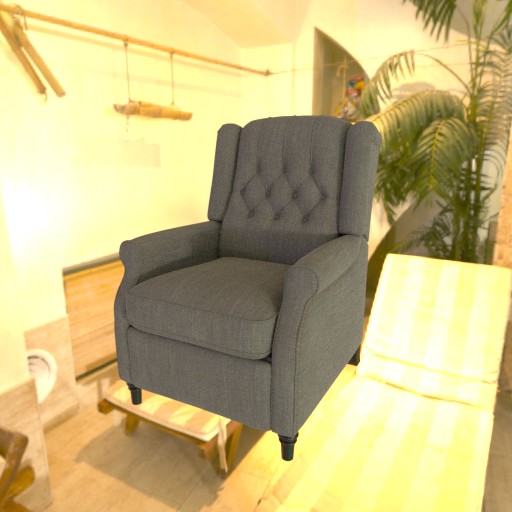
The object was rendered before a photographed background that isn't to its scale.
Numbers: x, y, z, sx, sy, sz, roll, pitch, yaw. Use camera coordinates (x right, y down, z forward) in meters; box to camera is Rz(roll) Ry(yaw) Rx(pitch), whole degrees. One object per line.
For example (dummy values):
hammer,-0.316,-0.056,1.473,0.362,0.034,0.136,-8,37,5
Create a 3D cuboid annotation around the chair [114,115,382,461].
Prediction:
chair,0.000,0.000,1.659,0.742,1.035,0.898,8,17,28
